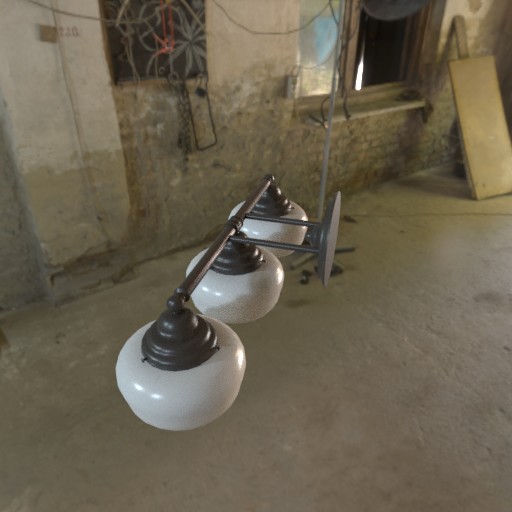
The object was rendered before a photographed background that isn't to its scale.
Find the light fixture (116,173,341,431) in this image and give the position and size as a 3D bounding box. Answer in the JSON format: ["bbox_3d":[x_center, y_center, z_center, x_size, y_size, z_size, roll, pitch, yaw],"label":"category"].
[{"bbox_3d":[0.000,0.000,0.714,0.239,0.242,0.587,9,32,14],"label":"light fixture"}]
